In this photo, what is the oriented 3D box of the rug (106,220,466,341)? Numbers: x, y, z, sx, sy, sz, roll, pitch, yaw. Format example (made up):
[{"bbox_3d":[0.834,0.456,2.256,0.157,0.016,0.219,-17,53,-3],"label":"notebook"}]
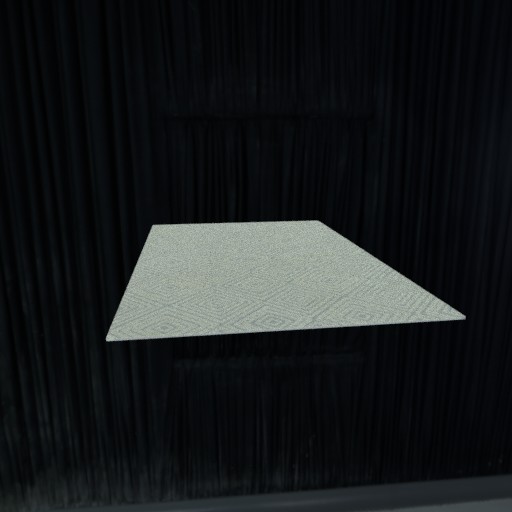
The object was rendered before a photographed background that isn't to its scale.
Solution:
[{"bbox_3d":[0.000,0.000,2.215,1.143,0.008,1.753,-2,15,-8],"label":"rug"}]
